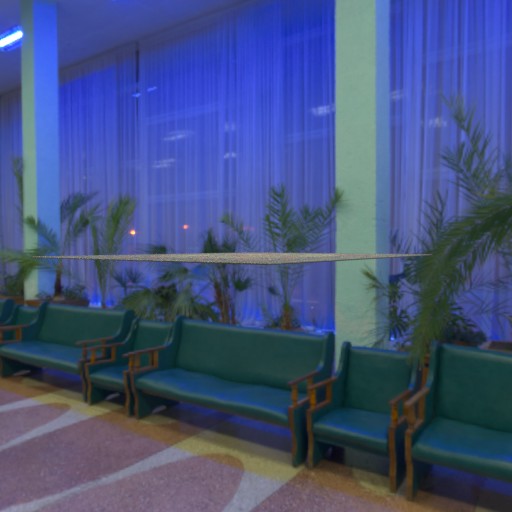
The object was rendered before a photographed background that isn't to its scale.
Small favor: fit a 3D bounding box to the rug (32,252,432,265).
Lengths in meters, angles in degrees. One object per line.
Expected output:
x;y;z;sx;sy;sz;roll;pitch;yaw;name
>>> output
0.000;0.000;4.226;2.434;0.013;3.057;1;2;37;rug
